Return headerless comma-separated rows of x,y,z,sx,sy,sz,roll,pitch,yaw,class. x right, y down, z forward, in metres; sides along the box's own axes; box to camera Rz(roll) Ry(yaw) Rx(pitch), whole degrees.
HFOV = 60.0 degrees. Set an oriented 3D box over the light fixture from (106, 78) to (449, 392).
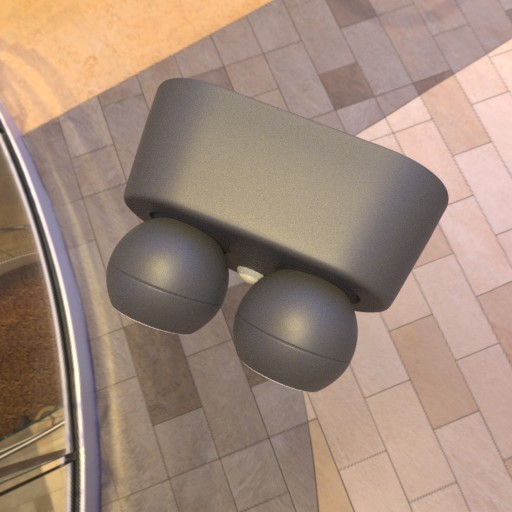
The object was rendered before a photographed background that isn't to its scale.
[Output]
0.000,0.000,0.338,0.229,0.159,0.159,22,77,6,light fixture
